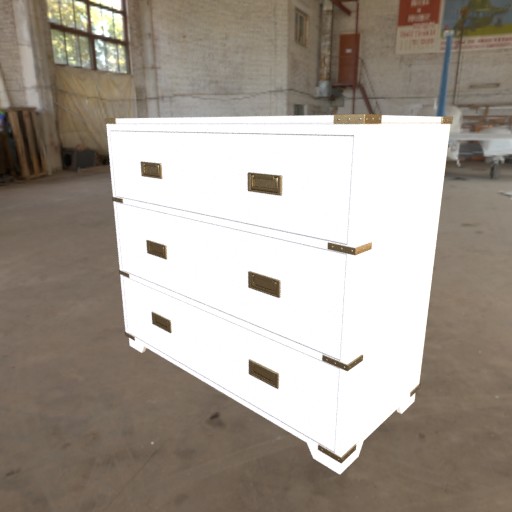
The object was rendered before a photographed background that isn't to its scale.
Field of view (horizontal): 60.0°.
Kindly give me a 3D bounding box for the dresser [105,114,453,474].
[{"bbox_3d":[0.000,0.000,1.493,1.022,0.891,0.460,15,22,41],"label":"dresser"}]
